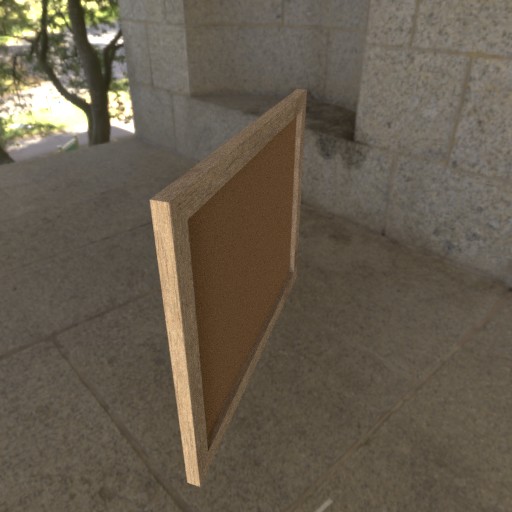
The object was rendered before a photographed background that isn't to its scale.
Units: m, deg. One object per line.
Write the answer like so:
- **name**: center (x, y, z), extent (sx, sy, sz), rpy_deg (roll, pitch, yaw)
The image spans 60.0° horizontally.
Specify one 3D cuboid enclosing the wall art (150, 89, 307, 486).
- **wall art**: center (0.000, 0.000, 0.914), extent (0.026, 0.535, 0.690), rpy_deg (10, 32, 16)
